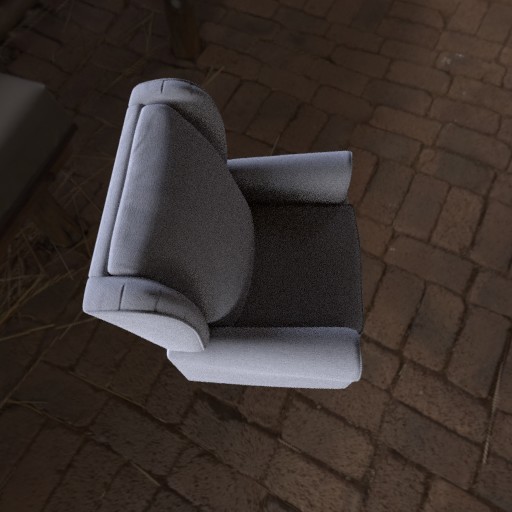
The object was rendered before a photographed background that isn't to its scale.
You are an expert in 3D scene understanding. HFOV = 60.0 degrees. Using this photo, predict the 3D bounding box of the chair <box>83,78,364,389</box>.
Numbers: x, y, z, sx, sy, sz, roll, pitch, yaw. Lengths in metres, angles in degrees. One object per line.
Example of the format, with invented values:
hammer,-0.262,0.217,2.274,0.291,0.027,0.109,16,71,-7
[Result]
chair,0.000,0.000,1.677,0.854,0.966,0.906,3,65,1
